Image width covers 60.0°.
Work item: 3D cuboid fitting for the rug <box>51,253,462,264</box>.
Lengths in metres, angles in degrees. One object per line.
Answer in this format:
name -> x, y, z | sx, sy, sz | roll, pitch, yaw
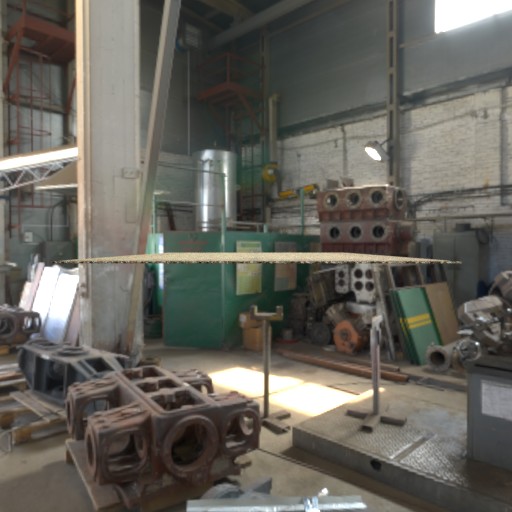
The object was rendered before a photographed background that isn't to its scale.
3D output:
rug -> 0.000, 0.000, 2.219 | 1.247, 0.008, 1.802 | 0, 1, 0
